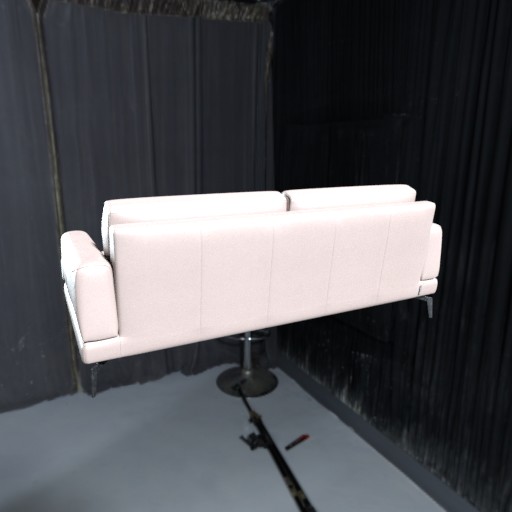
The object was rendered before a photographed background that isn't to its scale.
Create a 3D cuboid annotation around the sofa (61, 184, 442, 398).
[{"bbox_3d":[0.000,0.000,2.436,1.940,0.765,0.974,-7,16,-26],"label":"sofa"}]
